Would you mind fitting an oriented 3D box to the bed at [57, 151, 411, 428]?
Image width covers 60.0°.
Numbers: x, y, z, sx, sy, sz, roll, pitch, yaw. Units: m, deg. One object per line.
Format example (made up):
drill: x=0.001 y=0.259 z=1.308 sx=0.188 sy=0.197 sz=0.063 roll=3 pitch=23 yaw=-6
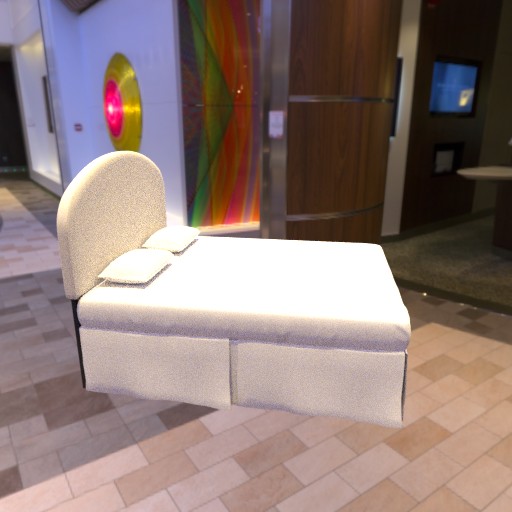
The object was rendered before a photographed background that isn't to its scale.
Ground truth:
bed: x=0.000 y=0.000 z=3.119 sx=2.005 sy=1.410 sz=1.607 roll=3 pitch=18 yaw=9
